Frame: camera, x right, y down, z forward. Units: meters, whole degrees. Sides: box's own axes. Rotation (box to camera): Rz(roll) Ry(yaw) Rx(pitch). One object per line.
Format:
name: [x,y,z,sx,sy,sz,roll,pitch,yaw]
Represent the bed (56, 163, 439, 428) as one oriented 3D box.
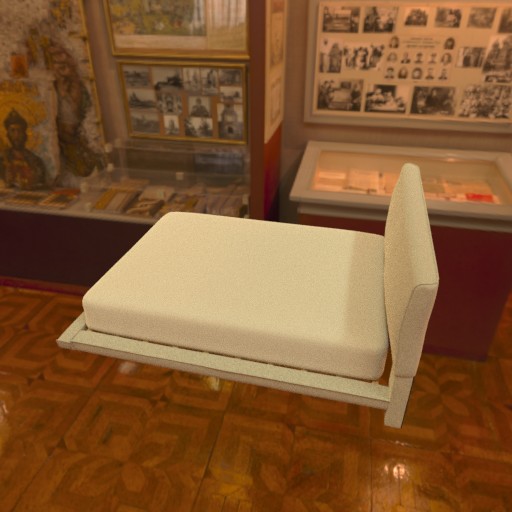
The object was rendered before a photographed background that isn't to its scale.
bed: [0.000,0.000,3.389,2.368,1.067,1.840,7,31,12]
